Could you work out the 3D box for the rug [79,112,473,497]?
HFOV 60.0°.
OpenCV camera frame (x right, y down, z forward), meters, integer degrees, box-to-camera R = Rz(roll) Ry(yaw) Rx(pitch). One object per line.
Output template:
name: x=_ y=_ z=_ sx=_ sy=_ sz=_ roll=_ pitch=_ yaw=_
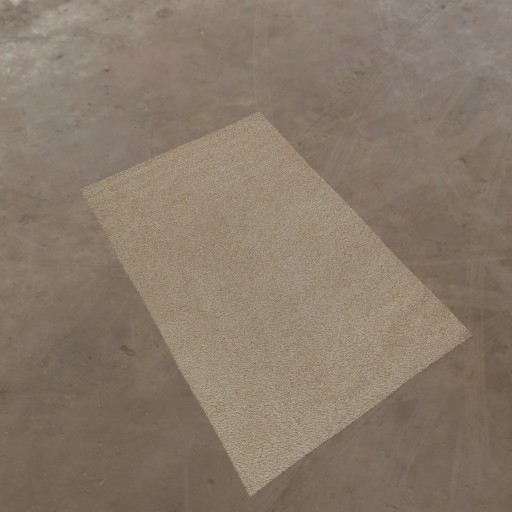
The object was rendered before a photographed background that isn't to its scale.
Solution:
rug: x=0.000 y=0.000 z=3.380 sx=1.800 sy=0.025 sz=2.699 roll=-28 pitch=62 yaw=-17
